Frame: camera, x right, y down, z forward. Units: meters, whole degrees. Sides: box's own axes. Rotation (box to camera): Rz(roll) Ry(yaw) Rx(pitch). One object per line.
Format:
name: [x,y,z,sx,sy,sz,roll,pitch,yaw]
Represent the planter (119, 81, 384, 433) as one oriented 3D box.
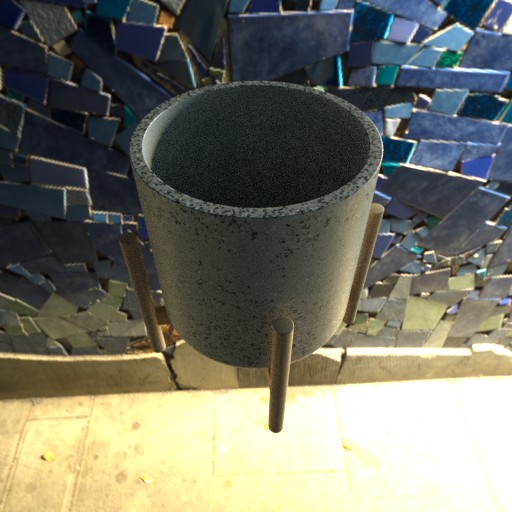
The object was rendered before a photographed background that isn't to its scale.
planter: [0.000,0.000,0.689,0.360,0.419,0.360,9,47,9]
